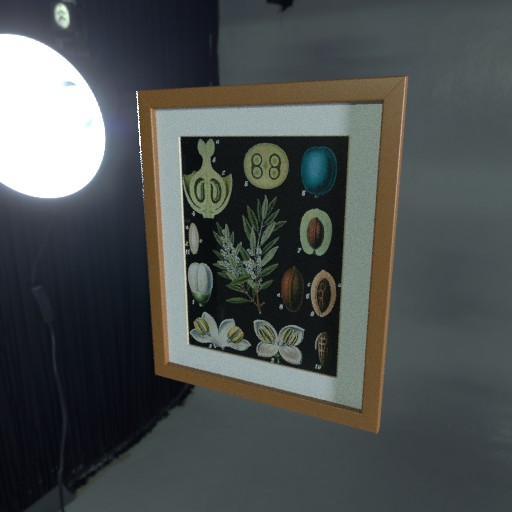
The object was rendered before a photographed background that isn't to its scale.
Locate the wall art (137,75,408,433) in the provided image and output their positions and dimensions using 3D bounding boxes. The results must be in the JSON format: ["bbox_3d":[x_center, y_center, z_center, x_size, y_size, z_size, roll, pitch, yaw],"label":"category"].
[{"bbox_3d":[0.000,0.000,0.522,0.310,0.379,0.015,7,16,24],"label":"wall art"}]
